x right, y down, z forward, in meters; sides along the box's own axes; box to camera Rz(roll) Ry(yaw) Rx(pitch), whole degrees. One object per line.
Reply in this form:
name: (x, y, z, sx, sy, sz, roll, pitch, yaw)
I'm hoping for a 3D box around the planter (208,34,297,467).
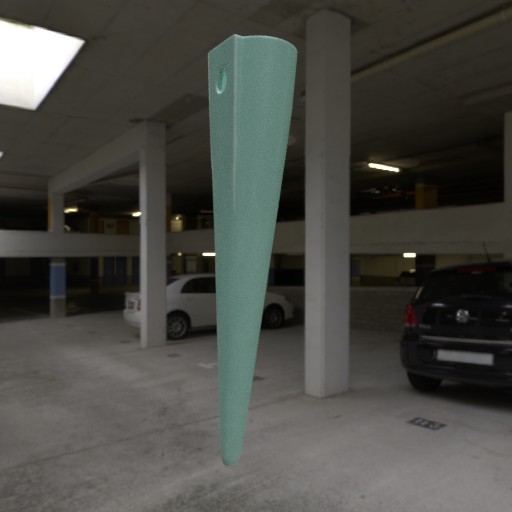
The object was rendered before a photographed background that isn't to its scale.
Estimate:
planter: (0.000, 0.000, 0.295, 0.055, 0.268, 0.054, 0, 1, -37)
